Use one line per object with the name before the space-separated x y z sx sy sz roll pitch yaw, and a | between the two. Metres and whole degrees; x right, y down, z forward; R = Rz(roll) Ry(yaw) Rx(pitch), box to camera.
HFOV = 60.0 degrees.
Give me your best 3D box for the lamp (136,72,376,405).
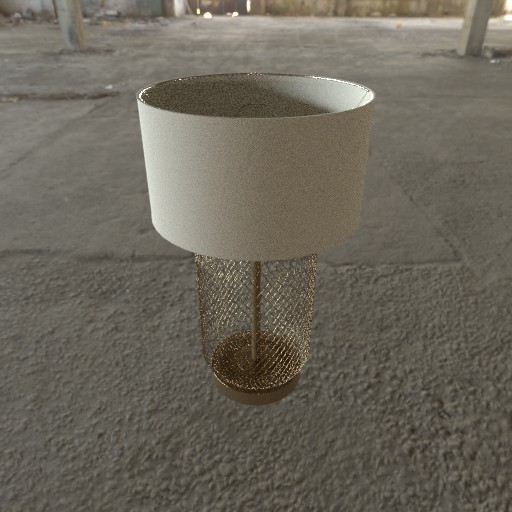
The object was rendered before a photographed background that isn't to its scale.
lamp | 0.000 0.000 0.814 0.353 0.578 0.353 0 31 0
